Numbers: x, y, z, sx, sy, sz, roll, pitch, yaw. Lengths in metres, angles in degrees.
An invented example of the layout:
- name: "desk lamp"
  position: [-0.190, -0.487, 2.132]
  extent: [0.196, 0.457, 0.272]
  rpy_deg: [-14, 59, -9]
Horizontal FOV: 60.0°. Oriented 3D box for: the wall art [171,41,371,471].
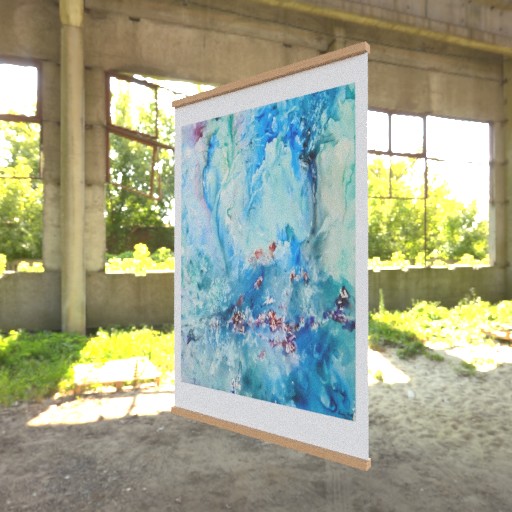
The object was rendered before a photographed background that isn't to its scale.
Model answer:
- name: "wall art"
  position: [0.000, 0.000, 1.262]
  extent: [0.669, 1.020, 0.027]
  rpy_deg: [0, -1, 36]
